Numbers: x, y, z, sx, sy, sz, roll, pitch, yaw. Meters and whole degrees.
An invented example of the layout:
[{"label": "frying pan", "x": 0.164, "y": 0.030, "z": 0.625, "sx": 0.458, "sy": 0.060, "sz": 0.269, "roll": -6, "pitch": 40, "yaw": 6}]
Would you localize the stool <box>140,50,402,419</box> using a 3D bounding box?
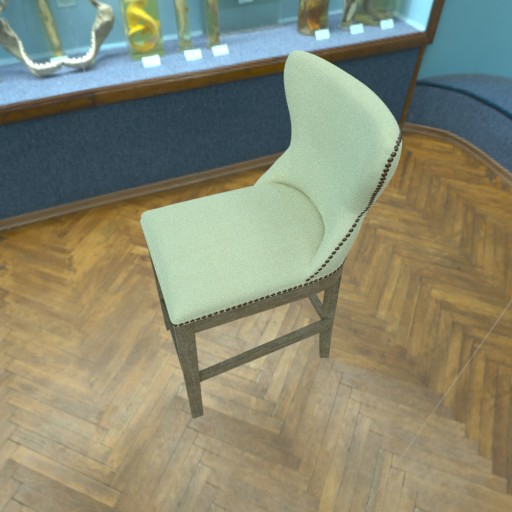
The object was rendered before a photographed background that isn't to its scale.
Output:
[{"label": "stool", "x": 0.000, "y": 0.000, "z": 1.328, "sx": 0.608, "sy": 0.981, "sz": 0.498, "roll": -16, "pitch": 49, "yaw": -14}]
